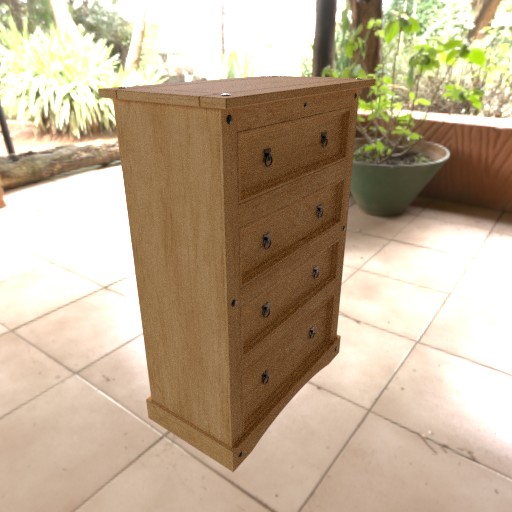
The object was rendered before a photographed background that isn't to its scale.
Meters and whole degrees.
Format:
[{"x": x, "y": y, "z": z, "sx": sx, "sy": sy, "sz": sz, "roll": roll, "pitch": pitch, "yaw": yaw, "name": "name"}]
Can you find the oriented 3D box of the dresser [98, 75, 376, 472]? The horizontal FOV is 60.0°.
[{"x": 0.000, "y": 0.000, "z": 1.775, "sx": 0.485, "sy": 1.300, "sz": 0.915, "roll": 17, "pitch": 30, "yaw": 32, "name": "dresser"}]
